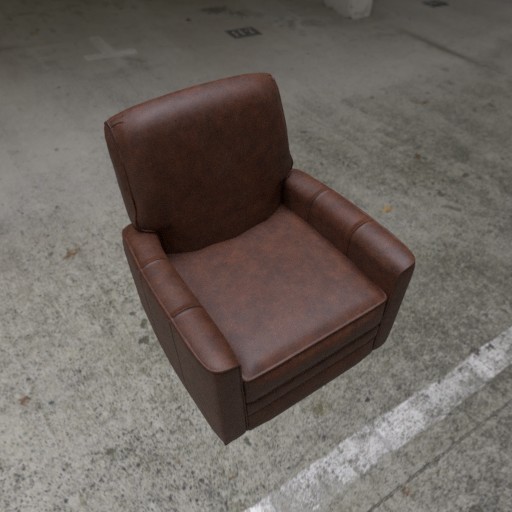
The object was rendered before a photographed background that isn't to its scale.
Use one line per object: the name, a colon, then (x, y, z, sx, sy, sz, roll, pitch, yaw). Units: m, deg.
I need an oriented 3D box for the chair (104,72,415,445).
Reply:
chair: (0.000, 0.000, 1.653, 0.839, 1.010, 0.850, -25, 51, -22)
